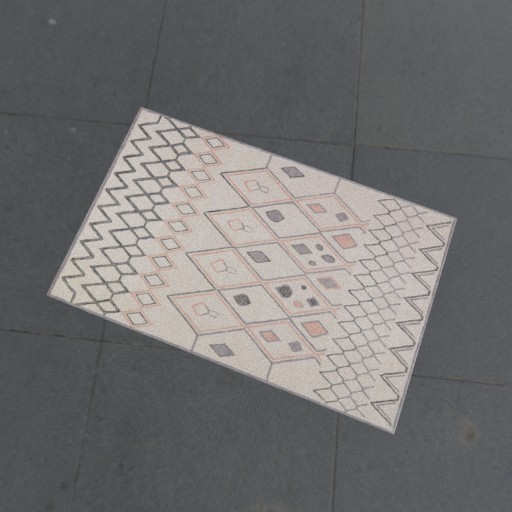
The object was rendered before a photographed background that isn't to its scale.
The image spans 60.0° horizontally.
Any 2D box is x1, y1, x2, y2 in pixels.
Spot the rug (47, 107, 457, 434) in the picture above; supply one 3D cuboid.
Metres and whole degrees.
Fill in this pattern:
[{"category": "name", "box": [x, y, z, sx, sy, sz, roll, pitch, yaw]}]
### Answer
[{"category": "rug", "box": [0.000, 0.000, 3.048, 2.438, 0.015, 1.524, 21, 77, 5]}]
